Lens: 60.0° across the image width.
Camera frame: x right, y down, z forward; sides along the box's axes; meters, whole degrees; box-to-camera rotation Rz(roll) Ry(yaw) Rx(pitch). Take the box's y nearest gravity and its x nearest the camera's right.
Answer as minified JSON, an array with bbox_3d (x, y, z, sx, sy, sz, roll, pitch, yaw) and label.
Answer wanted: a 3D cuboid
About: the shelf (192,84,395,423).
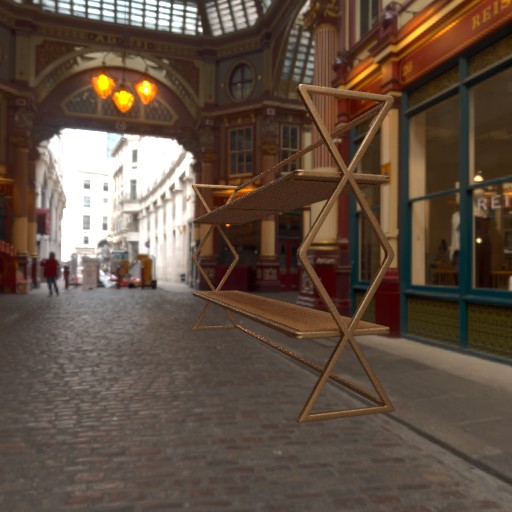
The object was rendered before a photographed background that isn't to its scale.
[{"bbox_3d":[0.000,0.000,0.999,0.150,0.450,0.822,0,-1,-18],"label":"shelf"}]
